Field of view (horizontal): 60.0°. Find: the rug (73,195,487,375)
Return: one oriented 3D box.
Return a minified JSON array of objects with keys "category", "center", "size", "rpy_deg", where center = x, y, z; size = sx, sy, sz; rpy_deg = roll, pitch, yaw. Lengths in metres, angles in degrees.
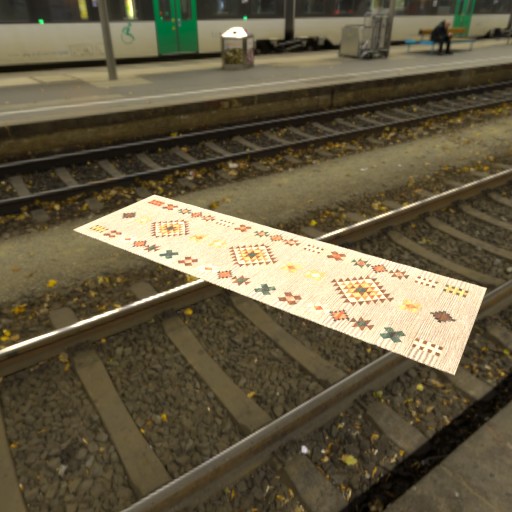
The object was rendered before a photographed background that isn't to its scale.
[{"category":"rug","center":[0.000,0.000,2.661],"size":[2.432,0.008,0.766],"rpy_deg":[18,34,29]}]
